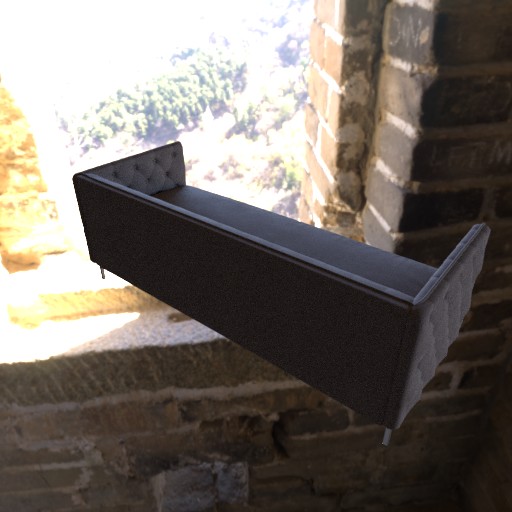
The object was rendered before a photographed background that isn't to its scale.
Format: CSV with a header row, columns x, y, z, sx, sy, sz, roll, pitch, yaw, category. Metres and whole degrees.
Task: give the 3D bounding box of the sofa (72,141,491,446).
x,y,z,sx,sy,sz,roll,pitch,yaw,category
0.000,0.000,2.566,2.209,0.771,0.895,22,38,32,sofa
